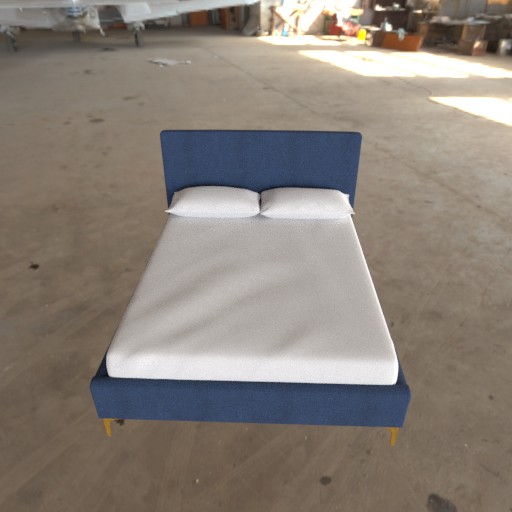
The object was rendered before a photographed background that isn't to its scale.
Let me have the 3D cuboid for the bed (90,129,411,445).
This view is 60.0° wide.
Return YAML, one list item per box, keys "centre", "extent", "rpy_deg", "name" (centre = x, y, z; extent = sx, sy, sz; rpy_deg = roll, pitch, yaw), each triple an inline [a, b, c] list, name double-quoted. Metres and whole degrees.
- centre: [0.000, 0.000, 3.177]
  extent: [1.723, 1.231, 2.172]
  rpy_deg: [1, 31, 2]
  name: "bed"
